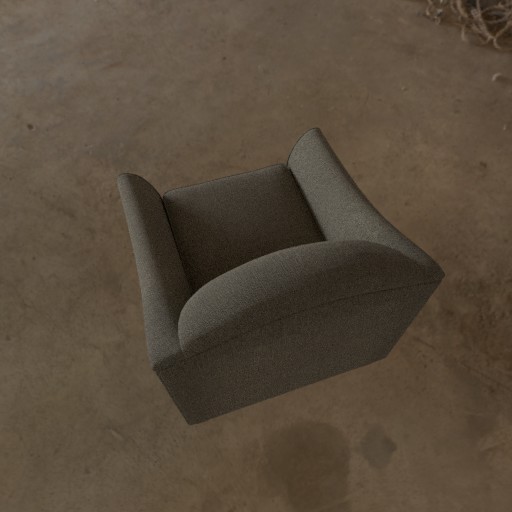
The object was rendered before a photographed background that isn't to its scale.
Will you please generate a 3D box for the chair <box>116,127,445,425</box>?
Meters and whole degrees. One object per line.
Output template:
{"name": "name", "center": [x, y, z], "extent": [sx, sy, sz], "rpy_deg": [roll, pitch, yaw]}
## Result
{"name": "chair", "center": [0.000, 0.000, 1.490], "extent": [0.763, 0.839, 0.787], "rpy_deg": [-16, 59, -10]}
